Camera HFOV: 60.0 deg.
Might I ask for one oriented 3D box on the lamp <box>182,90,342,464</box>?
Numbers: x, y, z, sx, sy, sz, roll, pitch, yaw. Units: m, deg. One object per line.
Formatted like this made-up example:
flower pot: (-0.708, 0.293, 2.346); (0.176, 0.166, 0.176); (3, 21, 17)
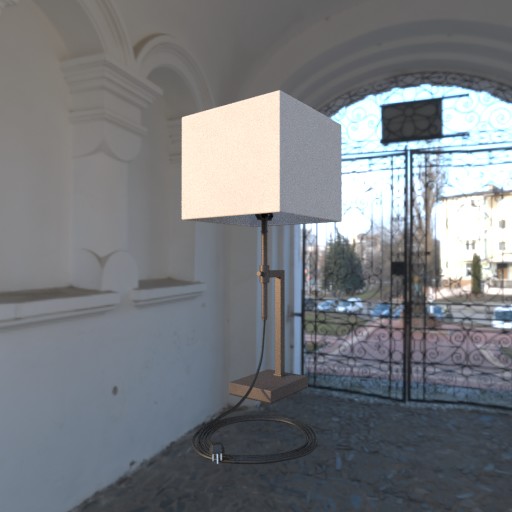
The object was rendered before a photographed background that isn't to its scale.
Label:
lamp: (0.000, 0.000, 0.948); (0.399, 0.660, 0.504); (-1, -1, 37)
